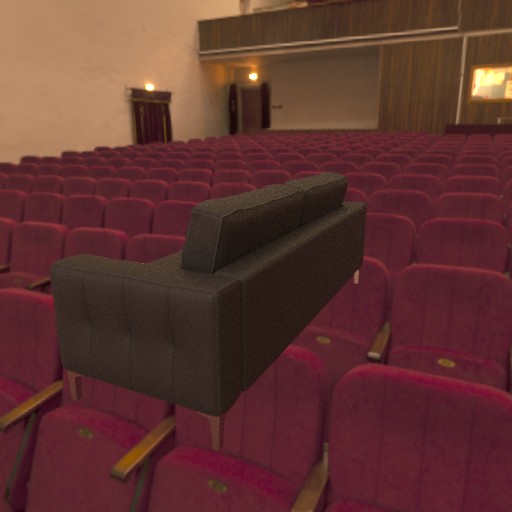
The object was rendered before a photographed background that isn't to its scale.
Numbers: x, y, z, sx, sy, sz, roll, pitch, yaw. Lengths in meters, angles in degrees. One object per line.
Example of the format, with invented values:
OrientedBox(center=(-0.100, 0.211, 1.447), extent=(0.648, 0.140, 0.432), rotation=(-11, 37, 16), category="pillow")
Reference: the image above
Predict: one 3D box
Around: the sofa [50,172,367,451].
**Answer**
OrientedBox(center=(0.000, 0.000, 2.666), extent=(0.833, 0.893, 2.275), rotation=(7, 17, 25), category="sofa")
